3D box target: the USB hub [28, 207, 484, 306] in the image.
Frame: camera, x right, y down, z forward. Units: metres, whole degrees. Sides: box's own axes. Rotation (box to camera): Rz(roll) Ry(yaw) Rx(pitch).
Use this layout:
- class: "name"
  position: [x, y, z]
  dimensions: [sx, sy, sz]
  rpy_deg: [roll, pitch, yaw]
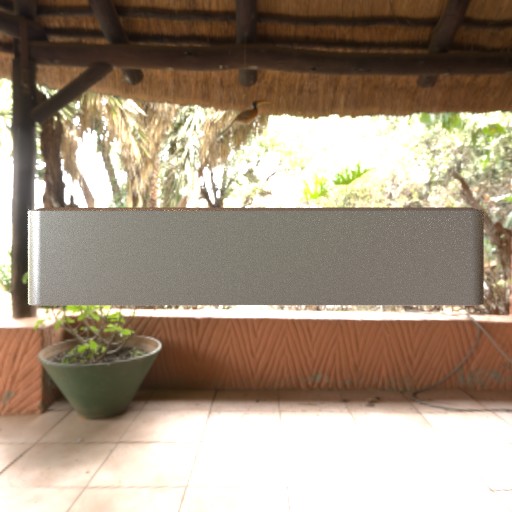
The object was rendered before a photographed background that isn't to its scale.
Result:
- class: "USB hub"
  position: [0.000, 0.000, 0.125]
  dimensions: [0.110, 0.023, 0.044]
  rpy_deg: [0, 0, 0]
